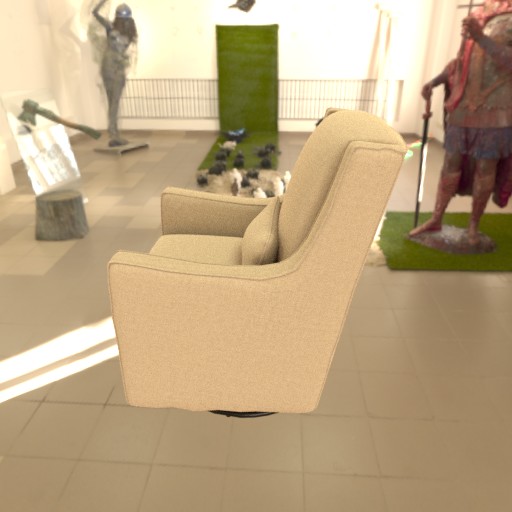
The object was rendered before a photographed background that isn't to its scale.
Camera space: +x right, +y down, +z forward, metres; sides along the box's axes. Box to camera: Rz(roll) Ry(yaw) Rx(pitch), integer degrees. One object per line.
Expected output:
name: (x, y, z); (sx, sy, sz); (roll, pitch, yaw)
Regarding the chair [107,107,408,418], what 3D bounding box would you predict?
chair: (0.000, 0.000, 1.623); (0.879, 0.993, 0.732); (1, 26, 3)
